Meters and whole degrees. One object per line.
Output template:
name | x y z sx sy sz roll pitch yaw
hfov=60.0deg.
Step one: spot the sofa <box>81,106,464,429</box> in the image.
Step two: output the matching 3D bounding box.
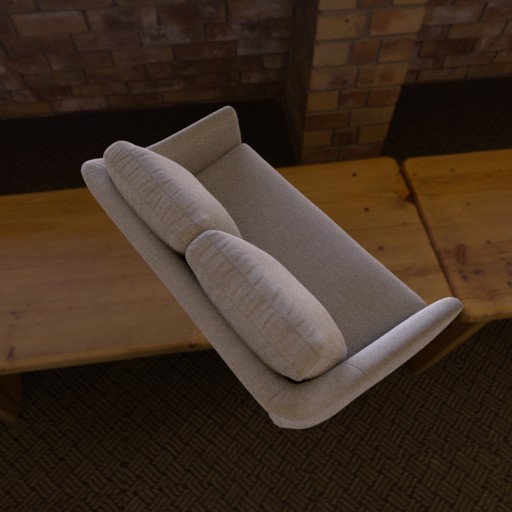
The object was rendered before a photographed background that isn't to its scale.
sofa | 0.000 0.000 2.133 0.960 0.904 1.619 -34 64 -20
